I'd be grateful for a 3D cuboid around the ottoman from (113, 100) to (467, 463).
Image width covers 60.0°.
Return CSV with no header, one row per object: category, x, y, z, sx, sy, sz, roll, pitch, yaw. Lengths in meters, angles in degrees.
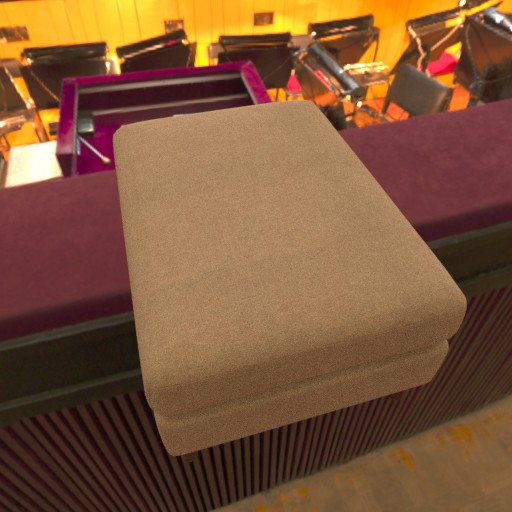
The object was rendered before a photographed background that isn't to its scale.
ottoman,0.000,0.000,1.150,0.610,0.478,0.823,-12,48,-11
